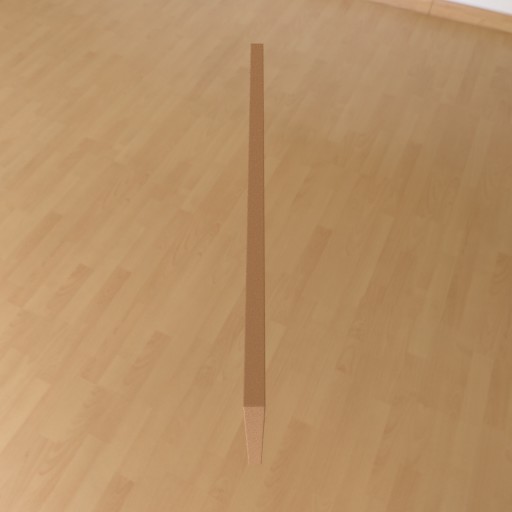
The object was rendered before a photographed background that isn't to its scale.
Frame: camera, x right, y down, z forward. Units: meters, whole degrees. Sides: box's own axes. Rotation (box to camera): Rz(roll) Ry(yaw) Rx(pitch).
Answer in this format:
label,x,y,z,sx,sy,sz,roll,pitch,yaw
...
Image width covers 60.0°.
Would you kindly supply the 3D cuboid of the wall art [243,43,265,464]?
label,x,y,z,sx,sy,sz,roll,pitch,yaw
wall art,0.000,0.000,1.156,0.033,0.608,0.915,0,57,0
